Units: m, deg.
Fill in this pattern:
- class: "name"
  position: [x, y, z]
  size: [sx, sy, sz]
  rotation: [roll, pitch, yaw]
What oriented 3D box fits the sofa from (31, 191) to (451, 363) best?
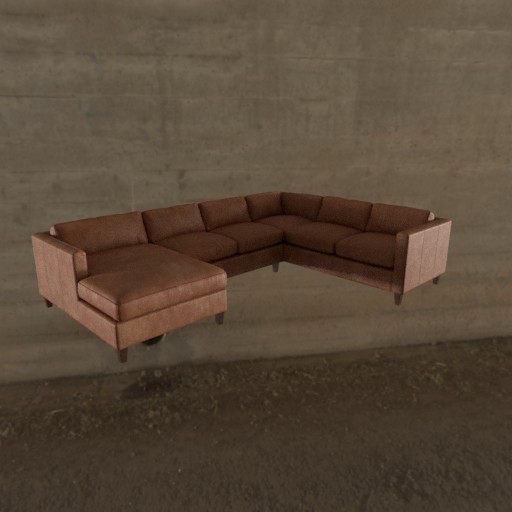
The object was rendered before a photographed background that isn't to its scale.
- class: "sofa"
  position: [0.000, 0.000, 4.438]
  size: [3.401, 0.832, 2.430]
  rotation: [-16, 23, -42]
